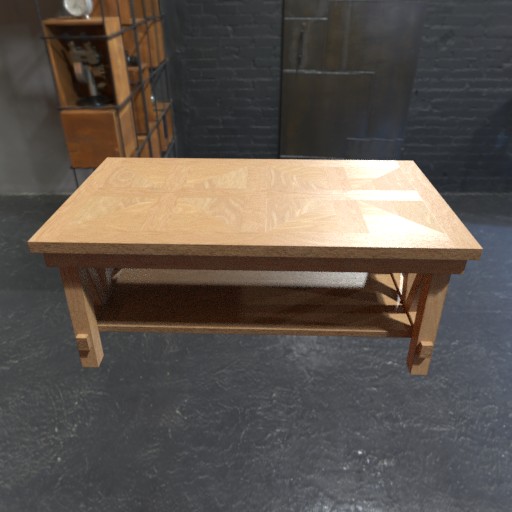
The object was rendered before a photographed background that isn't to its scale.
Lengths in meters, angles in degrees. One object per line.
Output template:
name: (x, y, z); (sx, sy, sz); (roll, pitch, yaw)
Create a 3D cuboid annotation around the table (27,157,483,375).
table: (0.000, 0.000, 1.669); (1.270, 0.507, 0.711); (1, 32, 2)
